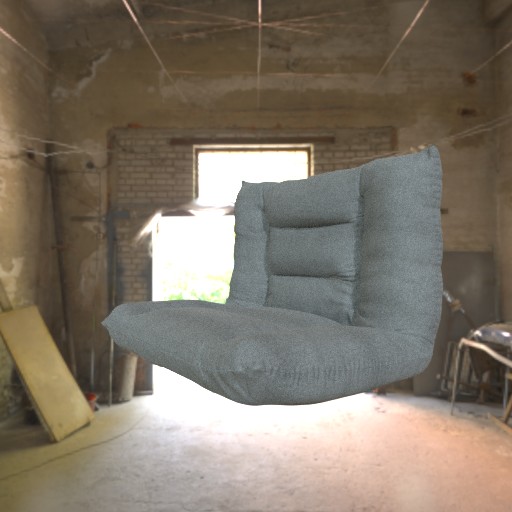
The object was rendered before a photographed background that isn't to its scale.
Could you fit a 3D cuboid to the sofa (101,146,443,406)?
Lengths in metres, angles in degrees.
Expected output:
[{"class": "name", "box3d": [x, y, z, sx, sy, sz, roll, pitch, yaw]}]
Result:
[{"class": "sofa", "box3d": [0.000, 0.000, 1.687, 0.847, 0.795, 1.144, 0, 0, -36]}]
